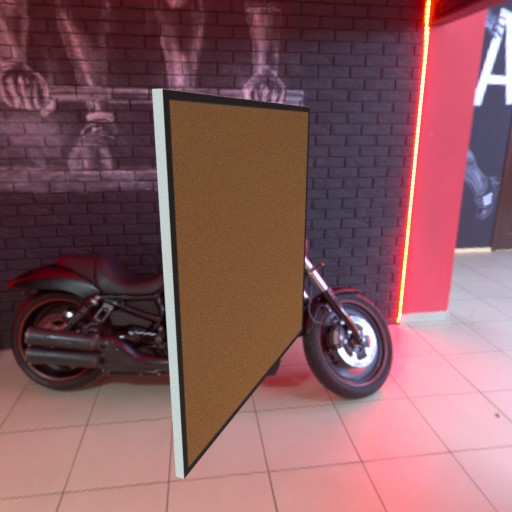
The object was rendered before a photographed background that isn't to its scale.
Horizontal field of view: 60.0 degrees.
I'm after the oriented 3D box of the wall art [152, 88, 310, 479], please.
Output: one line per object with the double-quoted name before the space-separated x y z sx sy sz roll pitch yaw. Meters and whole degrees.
"wall art" 0.000 0.000 1.214 0.022 0.803 0.805 7 18 24
